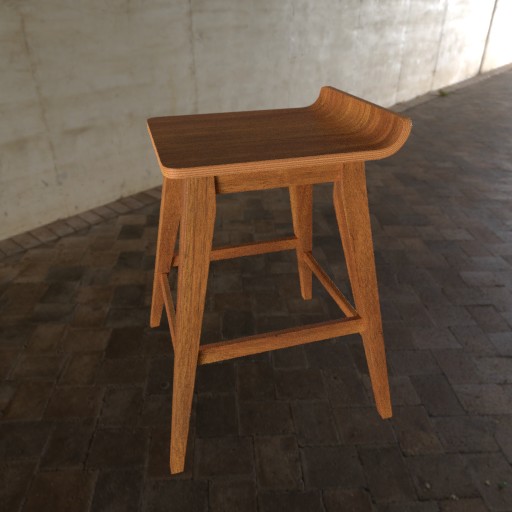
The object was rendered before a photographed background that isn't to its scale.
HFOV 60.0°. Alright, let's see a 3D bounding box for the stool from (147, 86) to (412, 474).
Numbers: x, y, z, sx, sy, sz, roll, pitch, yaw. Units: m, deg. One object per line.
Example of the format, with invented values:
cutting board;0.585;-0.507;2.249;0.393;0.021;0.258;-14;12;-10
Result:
stool;0.000;0.000;0.992;0.500;0.650;0.500;-8;31;-14
